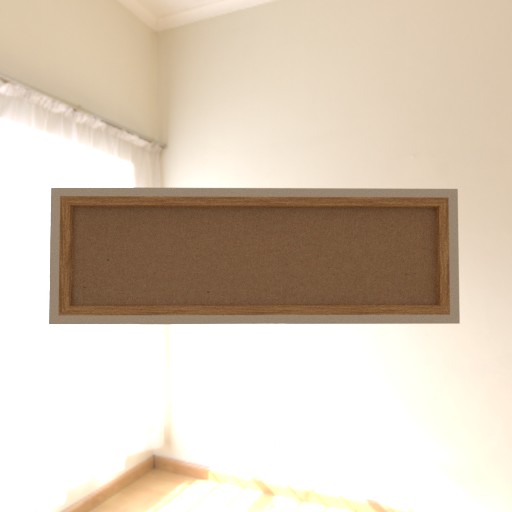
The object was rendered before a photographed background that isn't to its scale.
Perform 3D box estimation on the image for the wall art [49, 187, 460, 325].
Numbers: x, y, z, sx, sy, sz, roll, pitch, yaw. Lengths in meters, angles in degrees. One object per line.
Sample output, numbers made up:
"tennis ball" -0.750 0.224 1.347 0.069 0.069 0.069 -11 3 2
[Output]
"wall art" 0.000 0.000 0.844 0.763 0.255 0.038 0 -2 -1
